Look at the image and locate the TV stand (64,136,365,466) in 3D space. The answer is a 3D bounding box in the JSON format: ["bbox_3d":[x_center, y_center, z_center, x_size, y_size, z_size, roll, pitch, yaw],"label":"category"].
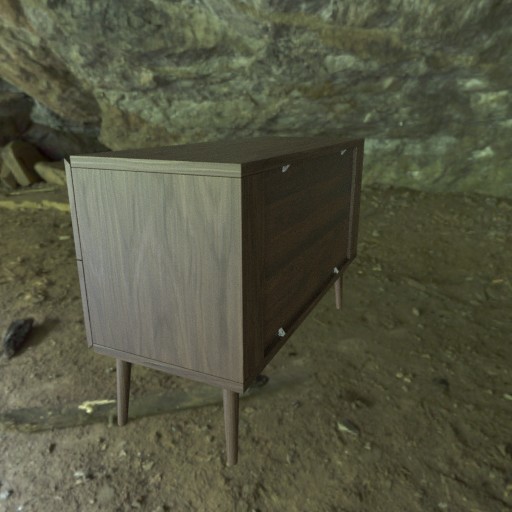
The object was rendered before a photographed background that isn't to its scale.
[{"bbox_3d":[0.000,0.000,1.348,0.405,0.660,0.990,8,19,24],"label":"TV stand"}]
